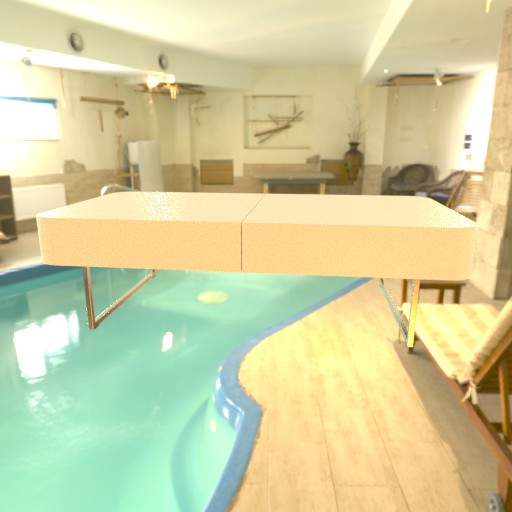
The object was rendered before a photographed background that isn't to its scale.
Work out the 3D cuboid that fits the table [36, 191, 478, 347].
[{"bbox_3d":[0.000,0.000,1.475,1.200,0.340,0.600,2,15,7],"label":"table"}]
